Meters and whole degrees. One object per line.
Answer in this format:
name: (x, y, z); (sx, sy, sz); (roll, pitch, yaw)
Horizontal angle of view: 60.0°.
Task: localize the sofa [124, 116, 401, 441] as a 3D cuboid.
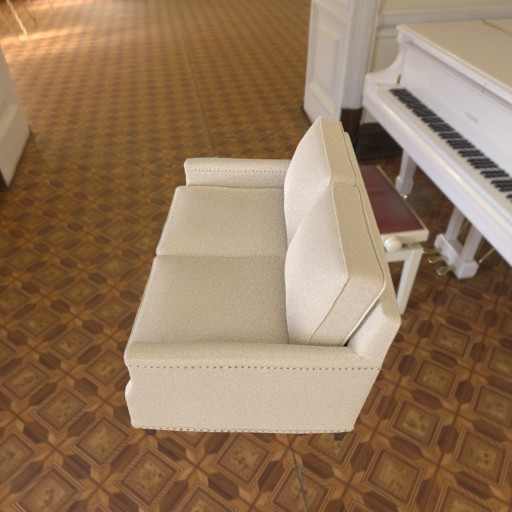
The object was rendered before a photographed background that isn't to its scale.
sofa: (0.000, 0.000, 2.338); (1.084, 1.003, 1.597); (1, 41, 1)
